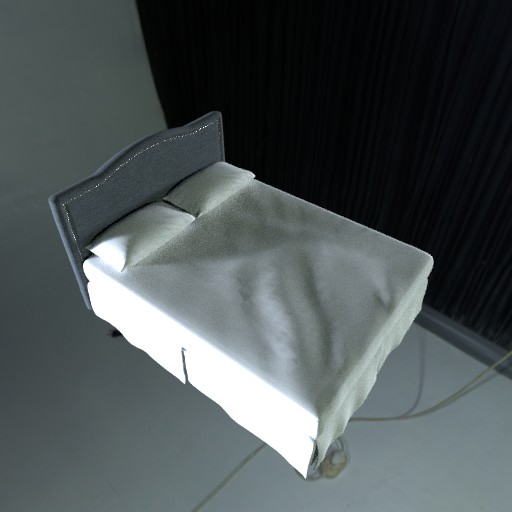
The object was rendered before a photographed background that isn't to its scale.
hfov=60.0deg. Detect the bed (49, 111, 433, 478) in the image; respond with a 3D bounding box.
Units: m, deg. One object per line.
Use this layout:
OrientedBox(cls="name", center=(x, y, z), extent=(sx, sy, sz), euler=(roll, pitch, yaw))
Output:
OrientedBox(cls="bed", center=(0.000, 0.000, 3.976), extent=(2.689, 1.457, 2.161), euler=(28, 49, 26))
